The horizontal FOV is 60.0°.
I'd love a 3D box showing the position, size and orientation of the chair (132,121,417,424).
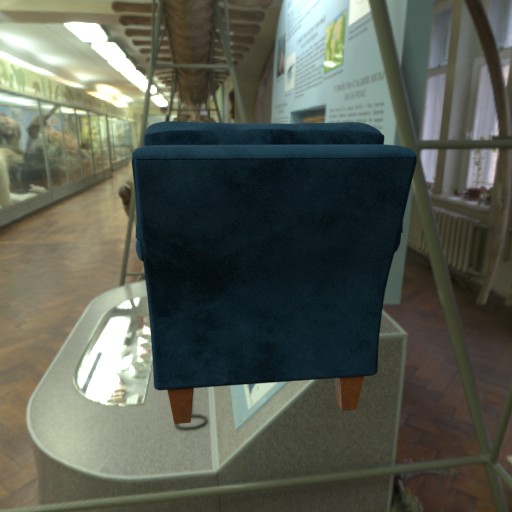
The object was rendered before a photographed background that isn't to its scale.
[{"bbox_3d":[0.000,0.000,1.882,0.895,1.076,1.078,-2,15,-7],"label":"chair"}]
